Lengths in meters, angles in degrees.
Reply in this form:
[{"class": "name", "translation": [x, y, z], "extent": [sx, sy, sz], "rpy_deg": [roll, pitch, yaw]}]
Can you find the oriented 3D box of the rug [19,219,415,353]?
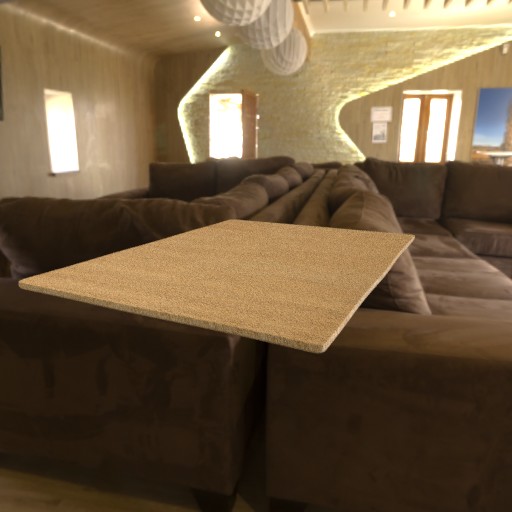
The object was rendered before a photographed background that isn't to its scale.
[{"class": "rug", "translation": [0.000, 0.000, 2.074], "extent": [1.199, 0.025, 1.600], "rpy_deg": [7, 16, 26]}]
